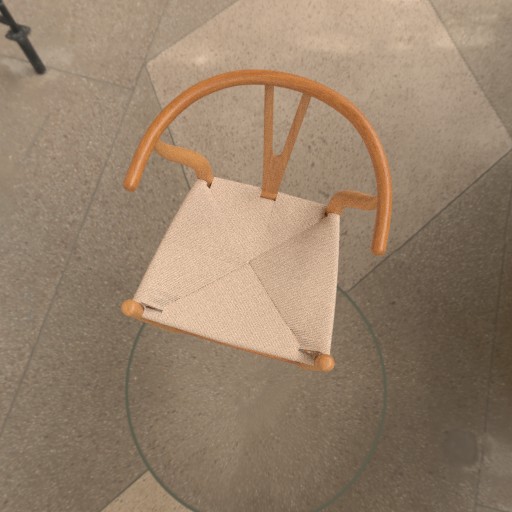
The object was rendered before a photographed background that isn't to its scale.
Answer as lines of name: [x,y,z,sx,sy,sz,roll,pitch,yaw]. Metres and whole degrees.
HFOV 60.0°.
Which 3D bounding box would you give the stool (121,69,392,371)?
stool: [0.000,0.000,1.348,0.569,0.970,0.579,15,75,4]
